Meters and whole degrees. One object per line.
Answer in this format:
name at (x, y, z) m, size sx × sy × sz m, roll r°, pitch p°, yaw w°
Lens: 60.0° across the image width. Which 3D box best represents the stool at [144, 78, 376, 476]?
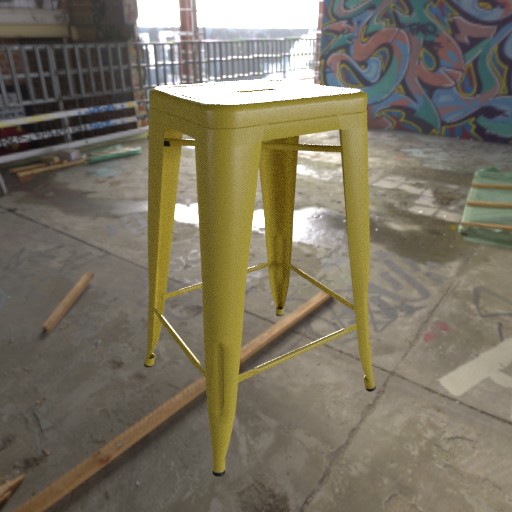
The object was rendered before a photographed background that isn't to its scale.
stool at (0.000, 0.000, 0.858) m, size 0.399 × 0.609 × 0.359 m, roll -17°, pitch 32°, yaw -29°
